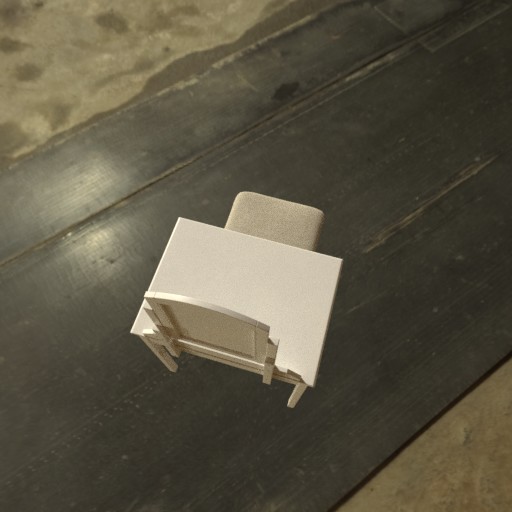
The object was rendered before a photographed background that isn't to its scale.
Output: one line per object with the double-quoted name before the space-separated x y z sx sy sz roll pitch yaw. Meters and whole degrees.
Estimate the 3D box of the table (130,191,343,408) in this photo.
"table" 0.000 0.000 2.322 0.876 1.631 1.211 15 66 7
